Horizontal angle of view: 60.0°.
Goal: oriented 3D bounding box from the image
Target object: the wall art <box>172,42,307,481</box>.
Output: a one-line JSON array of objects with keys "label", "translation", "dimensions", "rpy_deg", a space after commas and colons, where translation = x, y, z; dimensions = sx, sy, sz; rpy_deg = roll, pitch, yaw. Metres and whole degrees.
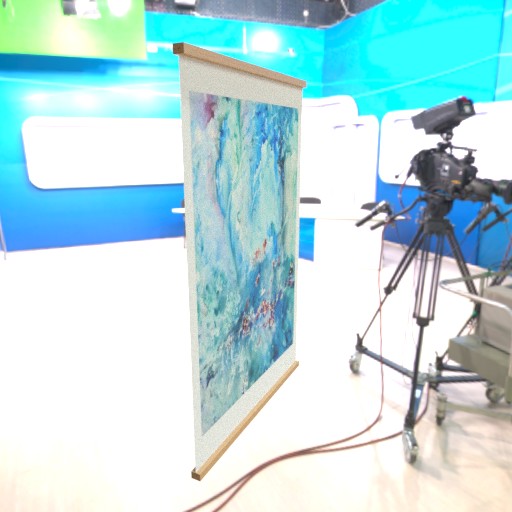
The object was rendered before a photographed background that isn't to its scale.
[{"label": "wall art", "translation": [0.000, 0.000, 0.770], "dimensions": [0.016, 0.611, 0.401], "rpy_deg": [7, 16, 26]}]
